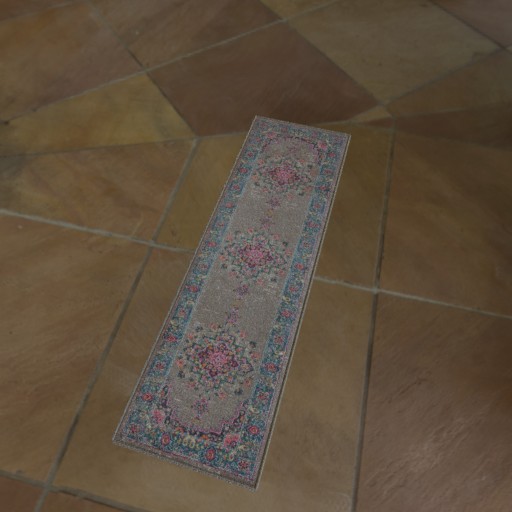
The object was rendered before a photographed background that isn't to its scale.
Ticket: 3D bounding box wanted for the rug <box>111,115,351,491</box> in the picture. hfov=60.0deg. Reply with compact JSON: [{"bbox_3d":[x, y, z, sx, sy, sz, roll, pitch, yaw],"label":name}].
[{"bbox_3d":[0.000,0.000,2.023,0.553,0.012,1.827,14,59,9],"label":"rug"}]
